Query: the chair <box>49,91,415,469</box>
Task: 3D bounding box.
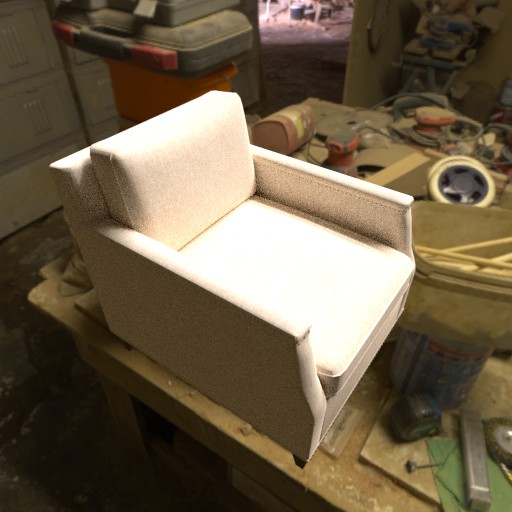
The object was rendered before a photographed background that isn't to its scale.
[{"bbox_3d":[0.000,0.000,1.700,1.041,0.940,0.838,25,46,27],"label":"chair"}]
